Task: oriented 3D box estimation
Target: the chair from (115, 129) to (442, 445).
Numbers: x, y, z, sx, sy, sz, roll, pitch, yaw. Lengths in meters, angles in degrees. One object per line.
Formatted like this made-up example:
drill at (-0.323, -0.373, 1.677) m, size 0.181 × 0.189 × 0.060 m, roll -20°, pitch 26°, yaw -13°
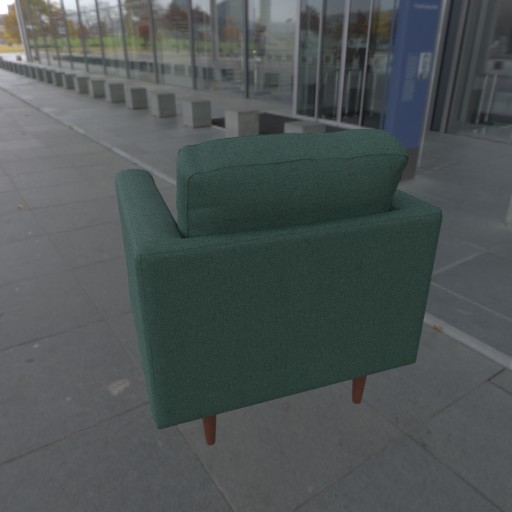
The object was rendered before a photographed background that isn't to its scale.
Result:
chair at (0.000, 0.000, 1.534) m, size 0.855 × 0.927 × 0.800 m, roll -9°, pitch 27°, yaw -17°
